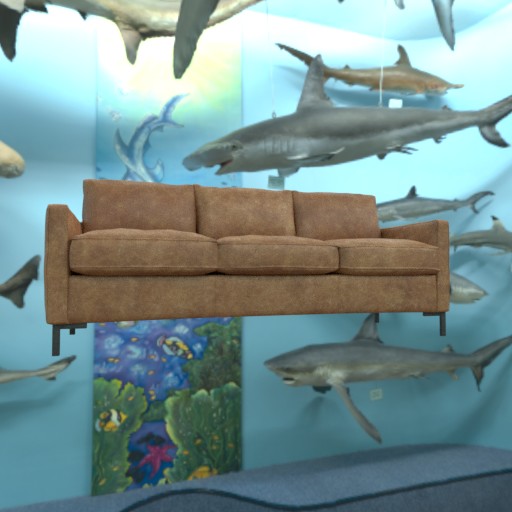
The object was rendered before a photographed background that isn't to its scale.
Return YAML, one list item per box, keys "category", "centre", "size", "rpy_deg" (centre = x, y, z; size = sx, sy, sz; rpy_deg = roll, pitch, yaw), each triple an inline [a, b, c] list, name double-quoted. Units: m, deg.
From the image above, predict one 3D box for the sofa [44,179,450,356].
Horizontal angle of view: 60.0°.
- category: "sofa"
  centre: [0.000, 0.000, 2.404]
  size: [2.029, 0.863, 0.748]
  rpy_deg: [1, -2, -17]
